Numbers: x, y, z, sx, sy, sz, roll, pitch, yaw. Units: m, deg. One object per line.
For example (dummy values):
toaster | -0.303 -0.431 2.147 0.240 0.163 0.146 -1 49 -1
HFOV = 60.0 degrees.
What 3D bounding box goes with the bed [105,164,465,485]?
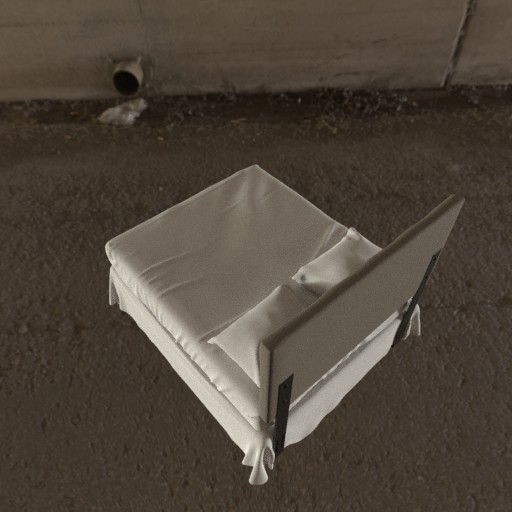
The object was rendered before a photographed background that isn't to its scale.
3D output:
bed | 0.000 0.000 3.441 1.936 1.577 2.222 -33 56 -26
